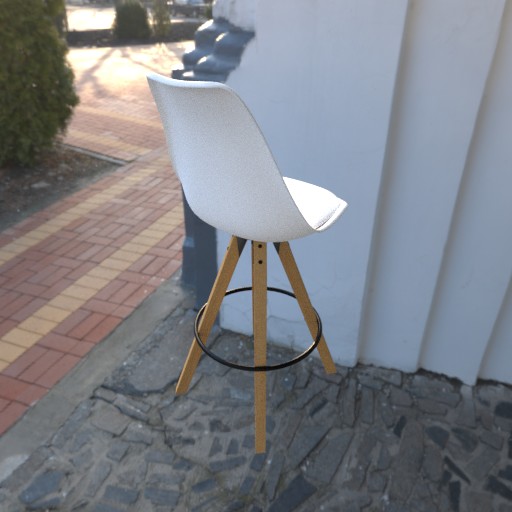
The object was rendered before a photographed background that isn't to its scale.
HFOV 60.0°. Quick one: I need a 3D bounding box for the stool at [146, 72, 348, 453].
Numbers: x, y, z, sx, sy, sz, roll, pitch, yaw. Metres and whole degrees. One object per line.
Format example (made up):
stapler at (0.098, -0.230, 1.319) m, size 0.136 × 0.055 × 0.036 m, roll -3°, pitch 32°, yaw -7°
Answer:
stool at (0.000, 0.000, 1.389) m, size 0.482 × 1.115 × 0.549 m, roll 23°, pitch 38°, yaw 33°
